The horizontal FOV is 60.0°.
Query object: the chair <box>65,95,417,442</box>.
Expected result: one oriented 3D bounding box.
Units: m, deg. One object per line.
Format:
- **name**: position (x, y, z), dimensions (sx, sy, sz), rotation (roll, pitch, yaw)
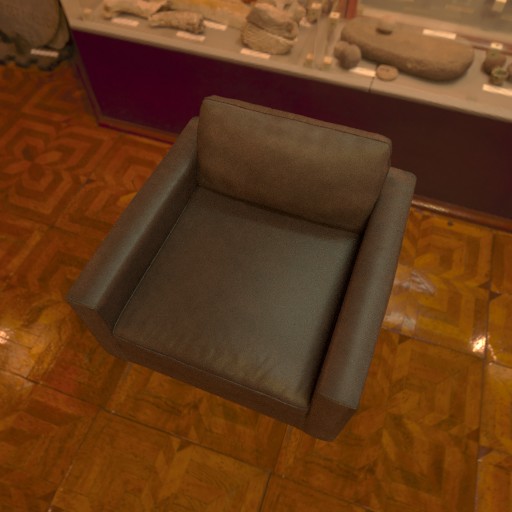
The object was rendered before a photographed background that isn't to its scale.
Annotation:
- **chair**: position (0.000, 0.000, 1.836), dimensions (1.100, 0.812, 1.069), rotation (18, 58, 12)
